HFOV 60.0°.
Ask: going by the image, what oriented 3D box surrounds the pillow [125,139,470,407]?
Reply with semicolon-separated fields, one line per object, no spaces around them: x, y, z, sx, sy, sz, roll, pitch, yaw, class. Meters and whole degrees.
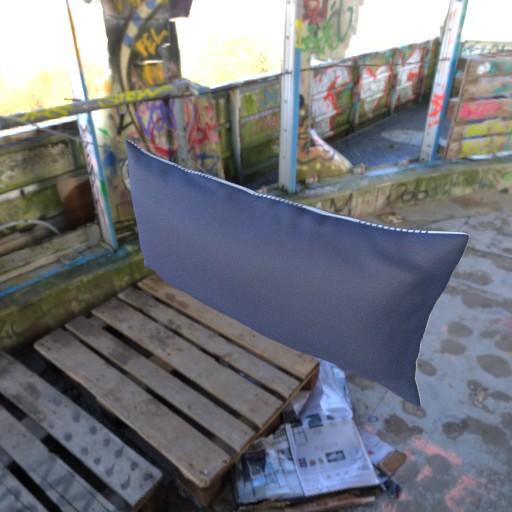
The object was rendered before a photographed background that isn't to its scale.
0.000;0.000;0.730;0.610;0.287;0.151;22;38;32;pillow
